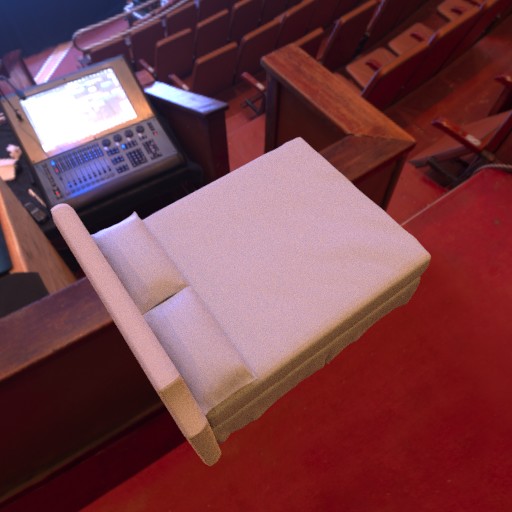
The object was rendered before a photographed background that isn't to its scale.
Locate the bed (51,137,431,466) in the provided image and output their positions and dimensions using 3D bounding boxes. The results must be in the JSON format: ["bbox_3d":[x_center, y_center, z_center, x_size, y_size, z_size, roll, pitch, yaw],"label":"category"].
[{"bbox_3d":[0.000,0.000,3.311,2.164,1.297,1.828,-32,63,-18],"label":"bed"}]
